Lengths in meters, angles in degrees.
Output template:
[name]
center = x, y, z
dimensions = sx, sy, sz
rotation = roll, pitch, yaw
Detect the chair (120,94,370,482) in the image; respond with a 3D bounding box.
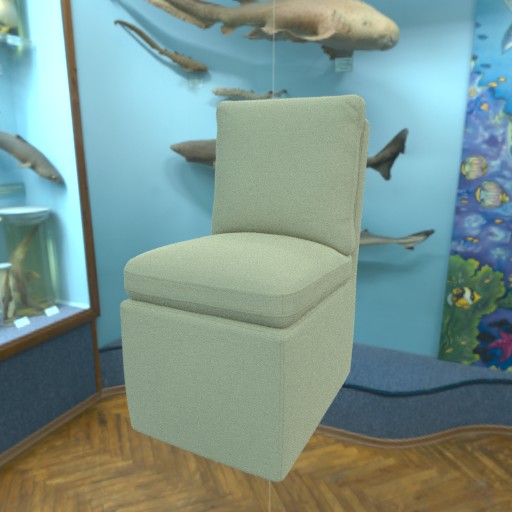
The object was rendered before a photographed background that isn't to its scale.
[chair]
center = 0.000, 0.000, 1.322
dimensions = 0.503, 0.927, 0.698
rotation = 7, 16, 26
